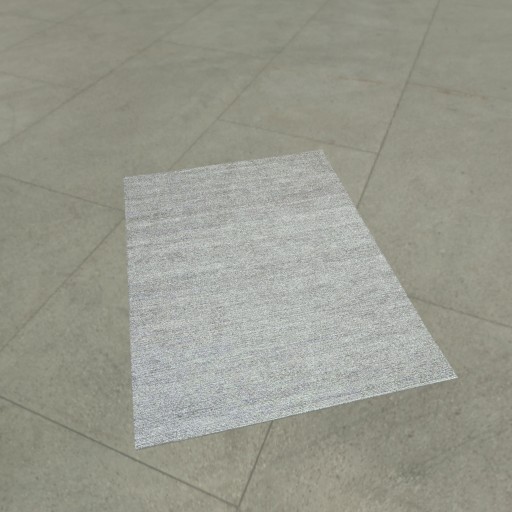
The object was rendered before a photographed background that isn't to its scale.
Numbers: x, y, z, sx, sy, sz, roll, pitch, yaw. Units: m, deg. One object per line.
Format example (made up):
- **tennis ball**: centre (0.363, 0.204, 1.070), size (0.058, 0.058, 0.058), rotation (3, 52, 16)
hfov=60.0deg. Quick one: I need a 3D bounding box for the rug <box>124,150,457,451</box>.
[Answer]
- **rug**: centre (0.000, 0.000, 4.264), size (2.434, 0.045, 3.202), rotation (-9, 47, -9)
